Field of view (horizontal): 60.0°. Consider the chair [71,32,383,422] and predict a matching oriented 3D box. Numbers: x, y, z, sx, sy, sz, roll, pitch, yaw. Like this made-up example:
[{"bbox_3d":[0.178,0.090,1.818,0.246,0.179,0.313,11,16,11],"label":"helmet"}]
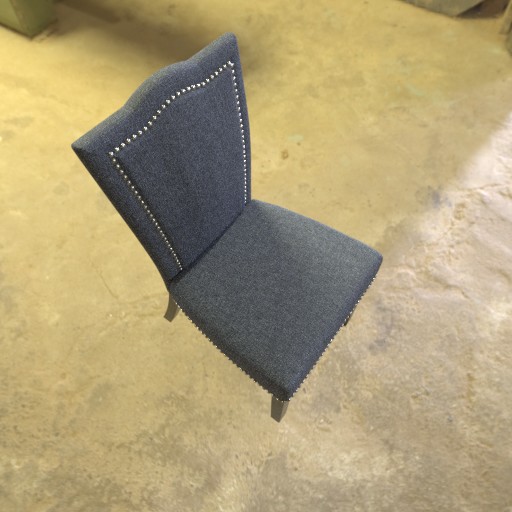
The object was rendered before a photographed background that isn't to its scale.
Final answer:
[{"bbox_3d":[0.000,0.000,1.256,0.589,0.946,0.518,32,63,19],"label":"chair"}]
